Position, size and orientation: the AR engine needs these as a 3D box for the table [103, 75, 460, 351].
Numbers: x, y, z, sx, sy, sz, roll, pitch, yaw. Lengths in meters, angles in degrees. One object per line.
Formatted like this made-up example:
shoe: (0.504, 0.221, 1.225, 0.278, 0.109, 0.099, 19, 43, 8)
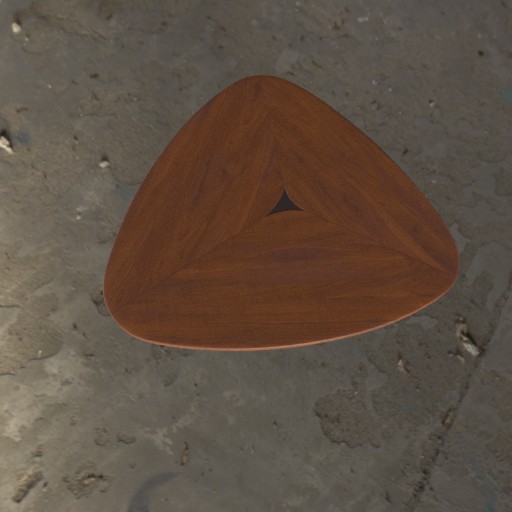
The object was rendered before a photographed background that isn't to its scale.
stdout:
table: (0.000, 0.000, 1.297, 0.821, 0.413, 0.833, -34, 69, -15)
